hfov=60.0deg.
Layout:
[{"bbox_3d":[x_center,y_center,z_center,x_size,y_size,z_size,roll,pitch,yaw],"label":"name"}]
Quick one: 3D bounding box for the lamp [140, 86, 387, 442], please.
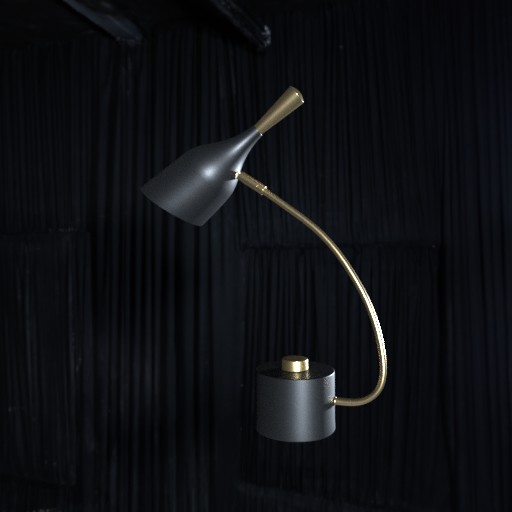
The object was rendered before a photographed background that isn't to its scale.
[{"bbox_3d":[0.000,0.000,0.624,0.352,0.464,0.110,0,0,18],"label":"lamp"}]
